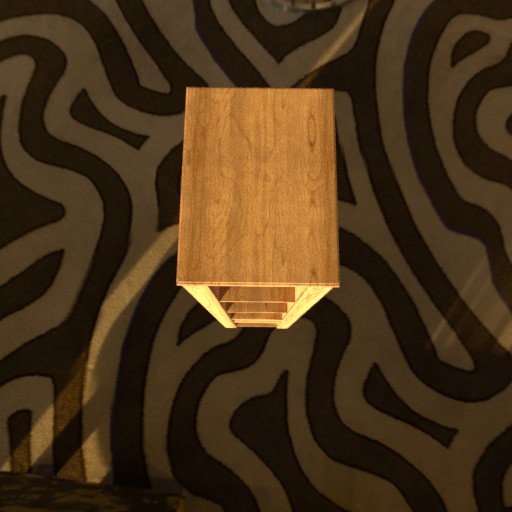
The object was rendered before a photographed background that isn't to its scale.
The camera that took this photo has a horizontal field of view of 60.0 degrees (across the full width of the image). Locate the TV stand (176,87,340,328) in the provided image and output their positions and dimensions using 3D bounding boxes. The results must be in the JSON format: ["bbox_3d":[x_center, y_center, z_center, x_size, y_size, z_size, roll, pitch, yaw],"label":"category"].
[{"bbox_3d":[0.000,0.000,2.079,0.435,1.828,0.565,1,77,0],"label":"TV stand"}]
